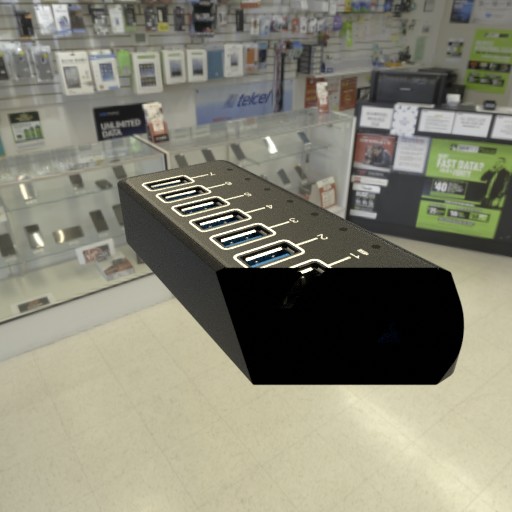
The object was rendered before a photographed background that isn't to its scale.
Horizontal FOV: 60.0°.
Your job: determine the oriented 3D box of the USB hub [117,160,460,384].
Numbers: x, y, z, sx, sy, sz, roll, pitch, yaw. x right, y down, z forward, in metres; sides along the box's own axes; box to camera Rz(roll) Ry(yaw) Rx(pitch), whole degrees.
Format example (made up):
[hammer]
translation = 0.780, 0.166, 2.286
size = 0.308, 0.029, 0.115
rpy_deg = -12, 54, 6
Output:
[USB hub]
translation = 0.000, 0.000, 0.128
size = 0.044, 0.023, 0.110
rpy_deg = -18, 34, -29
